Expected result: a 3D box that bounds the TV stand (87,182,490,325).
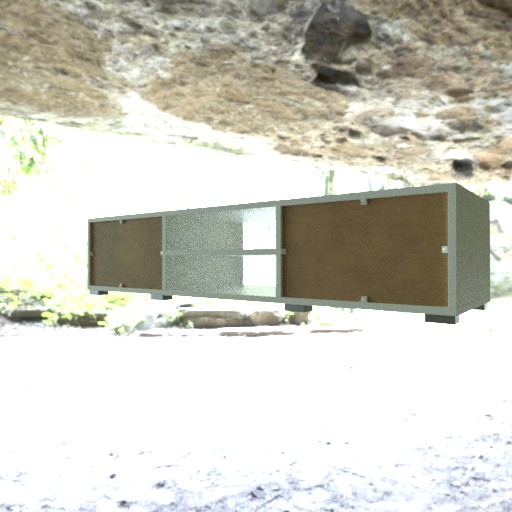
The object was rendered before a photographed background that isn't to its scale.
[{"bbox_3d":[0.000,0.000,1.548,1.400,0.310,0.420,0,-1,37],"label":"TV stand"}]
